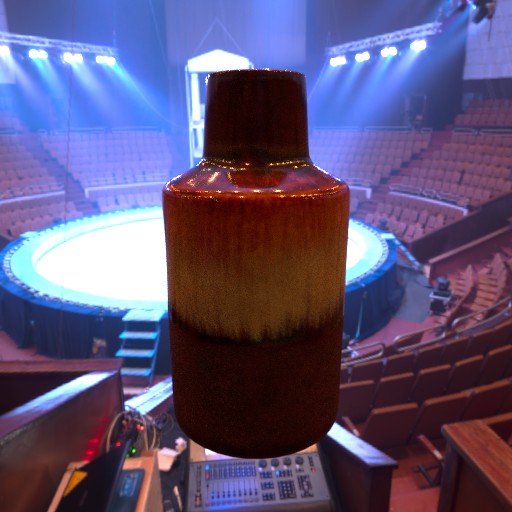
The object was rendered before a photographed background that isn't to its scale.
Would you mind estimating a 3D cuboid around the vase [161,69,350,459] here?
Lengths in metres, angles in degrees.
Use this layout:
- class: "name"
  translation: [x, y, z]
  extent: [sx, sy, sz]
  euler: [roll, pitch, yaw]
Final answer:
- class: "vase"
  translation: [0.000, 0.000, 0.267]
  extent: [0.108, 0.204, 0.108]
  euler: [0, 16, 0]
